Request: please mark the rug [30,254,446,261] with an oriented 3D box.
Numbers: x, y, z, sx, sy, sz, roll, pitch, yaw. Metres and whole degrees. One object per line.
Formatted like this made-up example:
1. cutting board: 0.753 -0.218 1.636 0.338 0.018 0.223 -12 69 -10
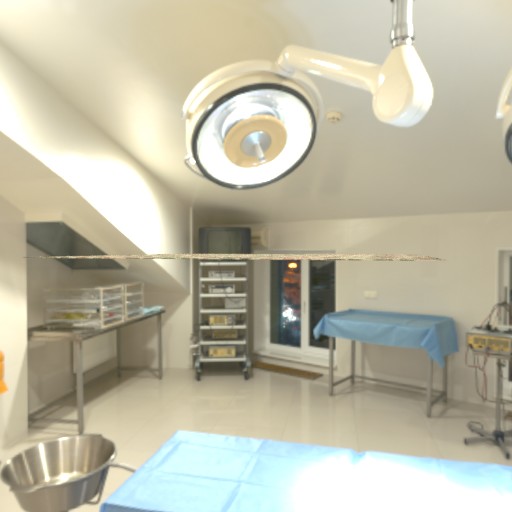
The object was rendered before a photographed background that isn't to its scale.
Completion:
1. rug: 0.000 0.000 4.135 3.048 0.010 2.438 0 1 17
